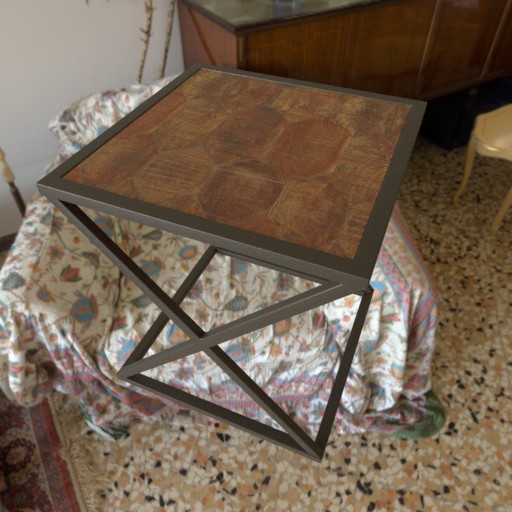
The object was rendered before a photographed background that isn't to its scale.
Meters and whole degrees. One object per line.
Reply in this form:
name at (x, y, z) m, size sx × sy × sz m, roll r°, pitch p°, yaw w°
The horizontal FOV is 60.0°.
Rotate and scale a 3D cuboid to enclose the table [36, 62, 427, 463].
table at (0.000, 0.000, 0.949) m, size 0.500 × 0.565 × 0.500 m, roll 17°, pitch 47°, yaw 16°
